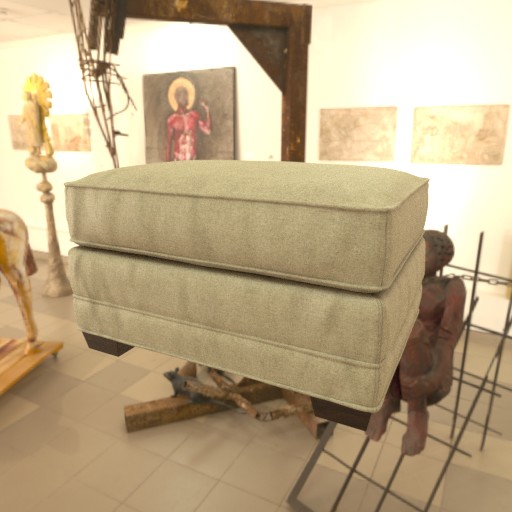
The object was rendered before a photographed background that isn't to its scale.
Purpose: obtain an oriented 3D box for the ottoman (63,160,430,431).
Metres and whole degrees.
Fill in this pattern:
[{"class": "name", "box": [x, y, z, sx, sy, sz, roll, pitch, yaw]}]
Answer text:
[{"class": "ottoman", "box": [0.000, 0.000, 1.238, 0.848, 0.508, 0.611, 8, 18, 26]}]
